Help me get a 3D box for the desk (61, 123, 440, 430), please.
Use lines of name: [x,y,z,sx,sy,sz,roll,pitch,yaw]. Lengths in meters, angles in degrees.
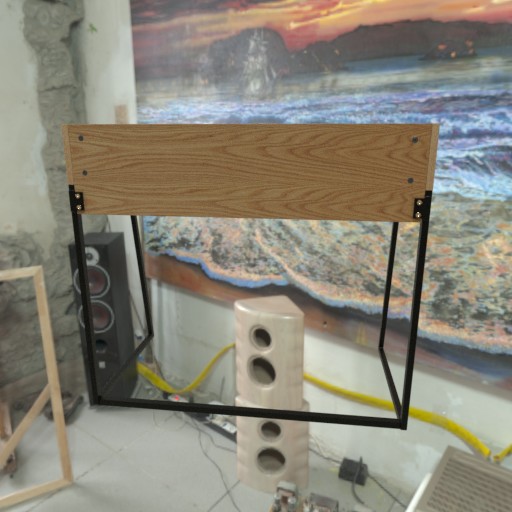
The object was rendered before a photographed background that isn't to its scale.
desk: [0.000,0.000,1.878,1.191,1.061,0.769,2,16,7]
